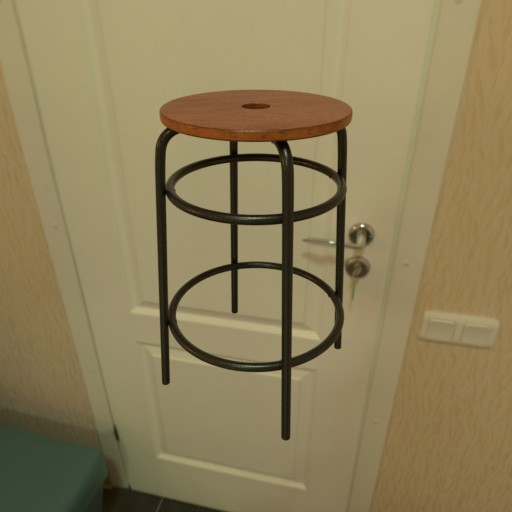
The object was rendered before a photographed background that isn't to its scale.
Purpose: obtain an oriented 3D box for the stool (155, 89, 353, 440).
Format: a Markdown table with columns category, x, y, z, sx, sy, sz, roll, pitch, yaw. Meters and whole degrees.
| category | x | y | z | sx | sy | sz | roll | pitch | yaw |
| --- | --- | --- | --- | --- | --- | --- | --- | --- | --- |
| stool | 0.000 | 0.000 | 0.933 | 0.455 | 0.610 | 0.455 | -8 | 31 | -14 |
